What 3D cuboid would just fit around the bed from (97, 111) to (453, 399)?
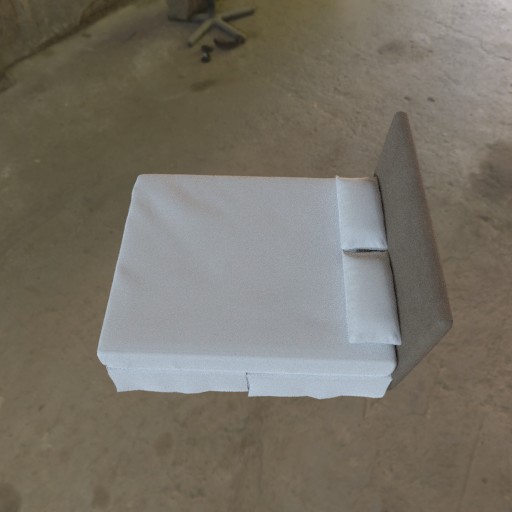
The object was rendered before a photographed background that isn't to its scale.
[{"bbox_3d":[0.000,0.000,3.268,2.142,1.330,1.723,2,58,1],"label":"bed"}]
